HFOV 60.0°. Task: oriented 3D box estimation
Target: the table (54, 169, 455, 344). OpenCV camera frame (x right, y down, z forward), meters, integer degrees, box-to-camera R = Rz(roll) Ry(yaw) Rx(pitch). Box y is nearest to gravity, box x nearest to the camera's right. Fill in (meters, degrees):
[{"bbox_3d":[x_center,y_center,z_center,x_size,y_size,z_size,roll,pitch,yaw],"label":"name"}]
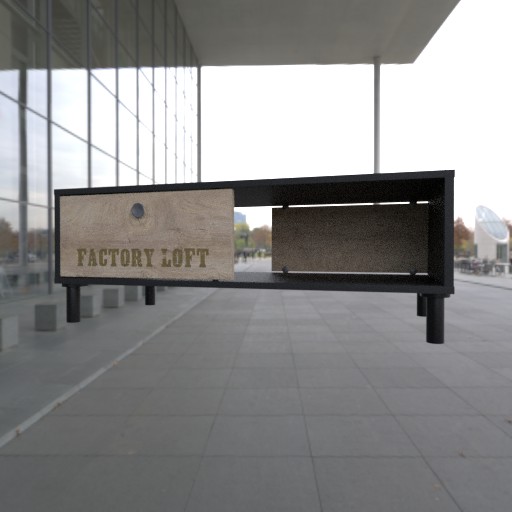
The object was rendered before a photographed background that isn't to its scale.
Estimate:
[{"bbox_3d":[0.000,0.000,1.412,1.100,0.400,0.550,0,1,17],"label":"table"}]
